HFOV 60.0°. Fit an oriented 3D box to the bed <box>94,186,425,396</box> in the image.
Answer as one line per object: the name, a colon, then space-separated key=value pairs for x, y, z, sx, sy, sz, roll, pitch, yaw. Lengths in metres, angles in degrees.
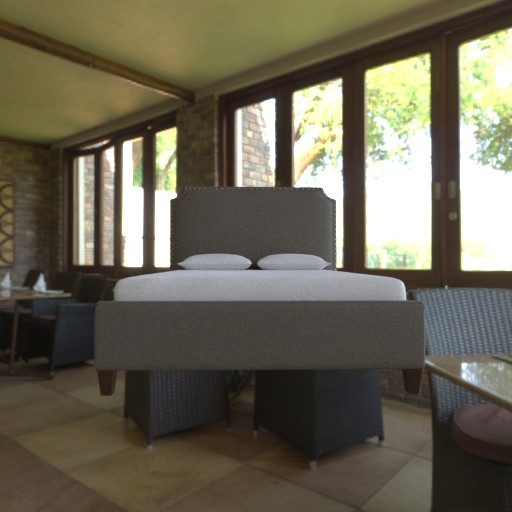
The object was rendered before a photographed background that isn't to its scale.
bed: x=0.000 y=0.000 z=3.418 sx=1.712 sy=1.443 sz=2.372 roll=0 pitch=-1 yaw=-1
